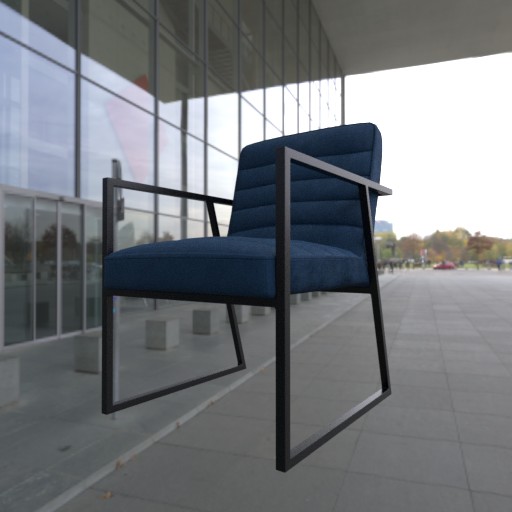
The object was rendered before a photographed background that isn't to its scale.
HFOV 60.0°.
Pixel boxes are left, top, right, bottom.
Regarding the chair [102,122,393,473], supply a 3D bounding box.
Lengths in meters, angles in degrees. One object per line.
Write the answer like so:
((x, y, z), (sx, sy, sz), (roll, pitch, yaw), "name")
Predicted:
((0.000, 0.000, 1.259), (0.571, 0.833, 0.677), (0, -1, 36), "chair")
